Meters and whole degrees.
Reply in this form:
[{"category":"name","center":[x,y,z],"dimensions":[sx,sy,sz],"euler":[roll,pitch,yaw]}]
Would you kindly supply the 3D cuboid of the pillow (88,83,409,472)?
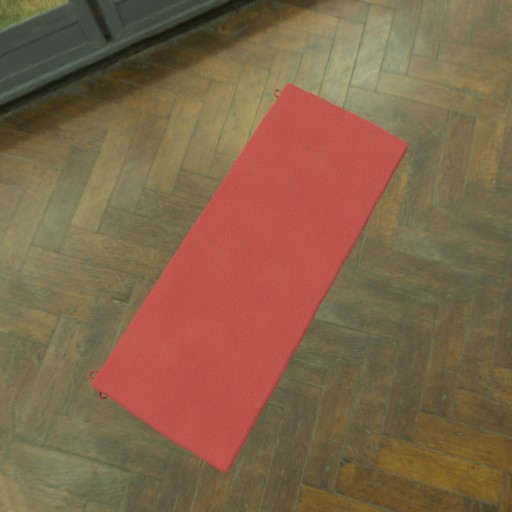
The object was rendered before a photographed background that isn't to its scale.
[{"category":"pillow","center":[0.000,0.000,1.369],"dimensions":[0.492,0.081,1.187],"euler":[30,78,7]}]
